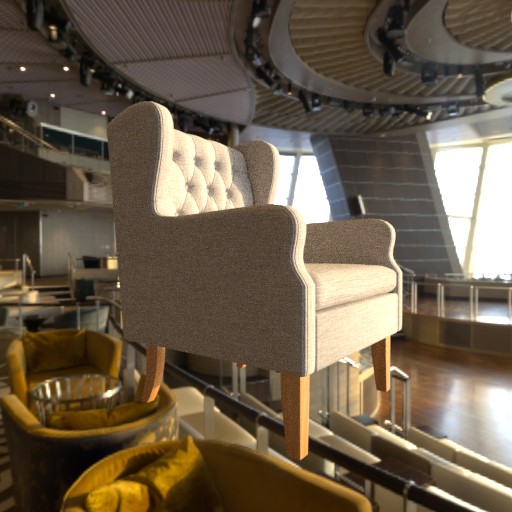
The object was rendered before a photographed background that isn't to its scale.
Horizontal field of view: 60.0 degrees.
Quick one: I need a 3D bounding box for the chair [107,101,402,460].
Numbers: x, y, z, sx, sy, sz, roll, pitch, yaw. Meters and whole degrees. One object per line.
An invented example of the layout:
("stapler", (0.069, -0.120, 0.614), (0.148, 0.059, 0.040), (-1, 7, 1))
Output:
("chair", (0.000, 0.000, 1.474), (0.760, 0.930, 0.710), (1, 1, 35))
